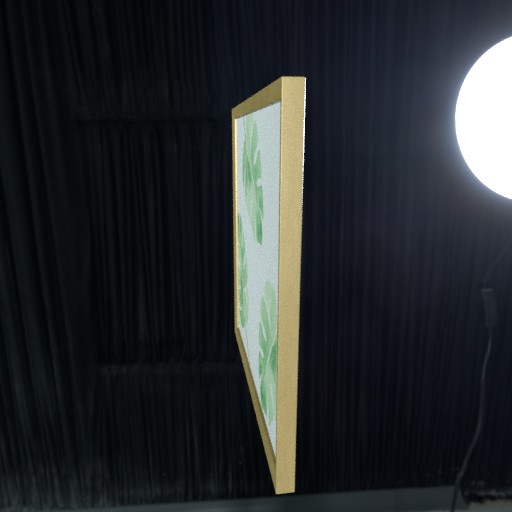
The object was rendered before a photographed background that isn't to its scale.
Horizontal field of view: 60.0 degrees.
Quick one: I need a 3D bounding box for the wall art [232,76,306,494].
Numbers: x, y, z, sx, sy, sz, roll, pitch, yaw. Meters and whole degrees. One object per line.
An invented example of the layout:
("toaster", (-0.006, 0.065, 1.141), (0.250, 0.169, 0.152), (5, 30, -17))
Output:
("wall art", (0.000, 0.000, 1.135), (0.037, 0.763, 0.763), (-2, 15, -8))
